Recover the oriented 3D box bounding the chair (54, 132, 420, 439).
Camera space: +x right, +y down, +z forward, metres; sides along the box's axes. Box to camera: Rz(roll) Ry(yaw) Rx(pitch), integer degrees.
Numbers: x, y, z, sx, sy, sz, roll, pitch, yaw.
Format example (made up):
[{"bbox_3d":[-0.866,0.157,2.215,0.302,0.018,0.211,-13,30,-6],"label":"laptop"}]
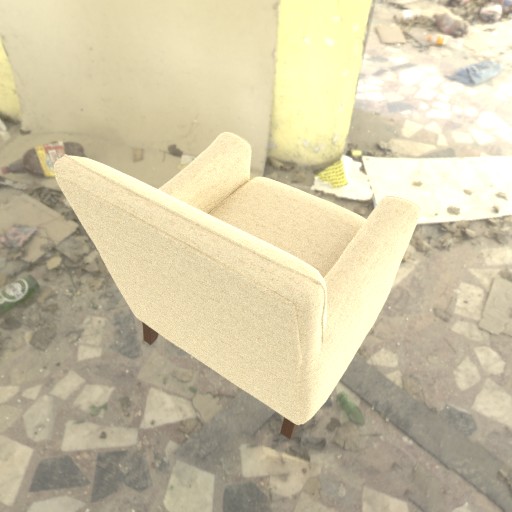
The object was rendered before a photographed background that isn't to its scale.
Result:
[{"bbox_3d":[0.000,0.000,1.594,0.870,0.943,0.823,27,52,23],"label":"chair"}]
